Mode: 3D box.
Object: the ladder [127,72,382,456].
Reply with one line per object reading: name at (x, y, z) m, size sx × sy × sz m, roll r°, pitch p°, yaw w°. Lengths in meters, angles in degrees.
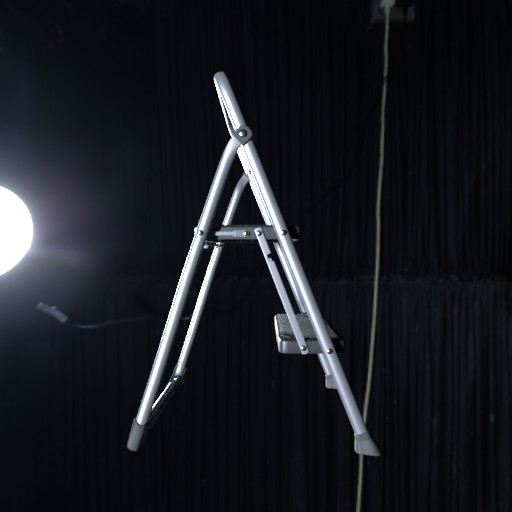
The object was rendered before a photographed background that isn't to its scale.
ladder at (0.000, 0.000, 1.017) m, size 0.472 × 0.720 × 0.430 m, roll 0°, pitch 1°, yaw 1°
